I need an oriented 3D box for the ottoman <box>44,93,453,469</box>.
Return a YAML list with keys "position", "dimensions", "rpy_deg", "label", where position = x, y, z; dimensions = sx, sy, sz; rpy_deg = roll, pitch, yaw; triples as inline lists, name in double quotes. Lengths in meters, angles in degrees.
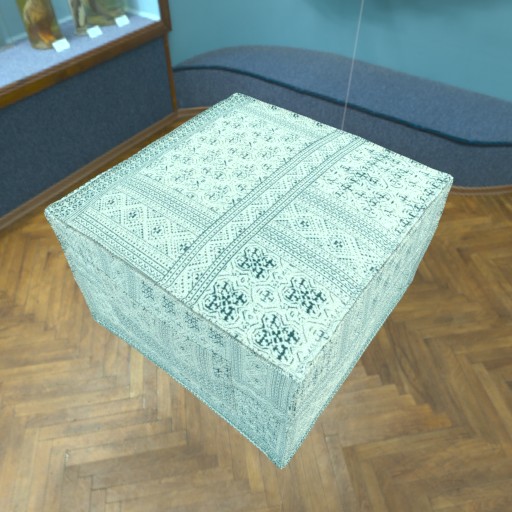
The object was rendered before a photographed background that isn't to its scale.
- position: [0.000, 0.000, 1.046]
  dimensions: [0.617, 0.439, 0.626]
  rpy_deg: [30, 54, 24]
  label: "ottoman"
